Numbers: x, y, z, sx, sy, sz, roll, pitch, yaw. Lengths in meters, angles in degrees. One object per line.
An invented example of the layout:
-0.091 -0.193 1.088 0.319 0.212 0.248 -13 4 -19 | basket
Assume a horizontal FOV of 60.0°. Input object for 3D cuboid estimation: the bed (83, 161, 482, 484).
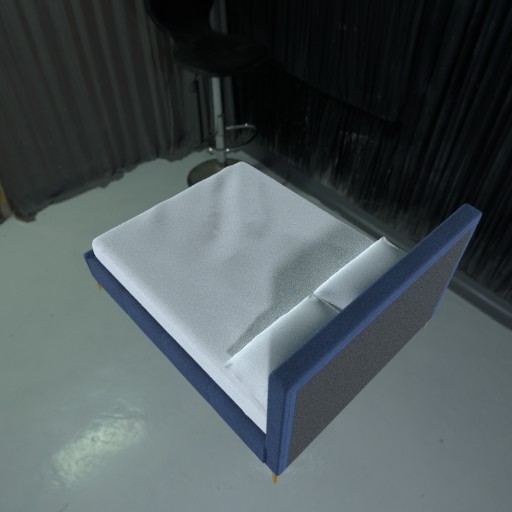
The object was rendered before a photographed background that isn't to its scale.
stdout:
0.000 0.000 3.219 1.723 1.231 2.172 -34 55 -28 | bed
